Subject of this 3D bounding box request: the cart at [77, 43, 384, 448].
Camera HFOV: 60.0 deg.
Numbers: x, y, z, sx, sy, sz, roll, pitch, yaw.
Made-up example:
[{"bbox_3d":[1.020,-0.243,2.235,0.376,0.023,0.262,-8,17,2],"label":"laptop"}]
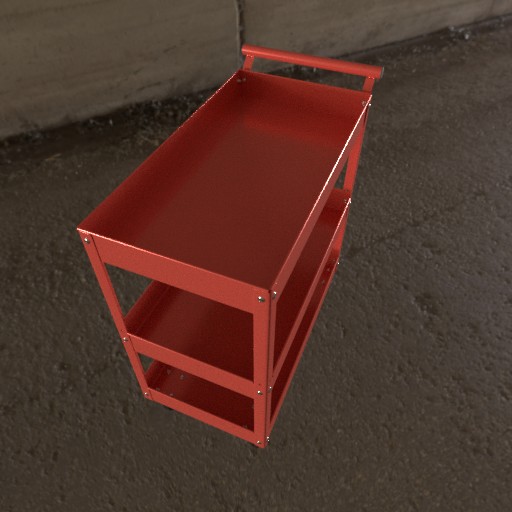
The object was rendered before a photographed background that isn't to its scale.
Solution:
[{"bbox_3d":[0.000,0.000,1.167,0.366,0.780,0.719,17,49,16],"label":"cart"}]
